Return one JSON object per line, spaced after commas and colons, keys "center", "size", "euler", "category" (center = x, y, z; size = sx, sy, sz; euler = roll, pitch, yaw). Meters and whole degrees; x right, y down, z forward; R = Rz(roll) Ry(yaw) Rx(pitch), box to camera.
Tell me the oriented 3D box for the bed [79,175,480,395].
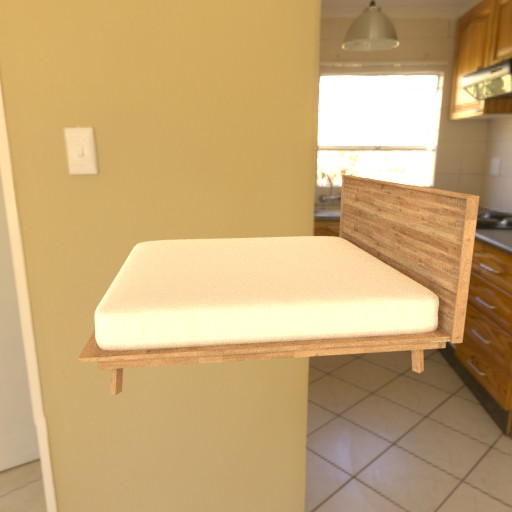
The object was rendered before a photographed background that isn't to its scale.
{"center": [0.000, 0.000, 3.401], "size": [2.167, 1.100, 2.116], "euler": [-2, 14, -8], "category": "bed"}
